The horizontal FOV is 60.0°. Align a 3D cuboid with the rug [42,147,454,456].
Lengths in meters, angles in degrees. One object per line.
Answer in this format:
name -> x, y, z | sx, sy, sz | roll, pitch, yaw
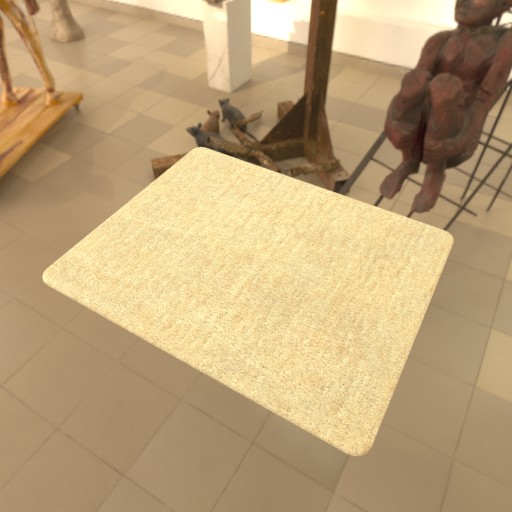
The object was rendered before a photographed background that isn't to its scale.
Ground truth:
rug -> 0.000, 0.000, 3.383 | 2.528, 0.048, 2.009 | 23, 51, 20
